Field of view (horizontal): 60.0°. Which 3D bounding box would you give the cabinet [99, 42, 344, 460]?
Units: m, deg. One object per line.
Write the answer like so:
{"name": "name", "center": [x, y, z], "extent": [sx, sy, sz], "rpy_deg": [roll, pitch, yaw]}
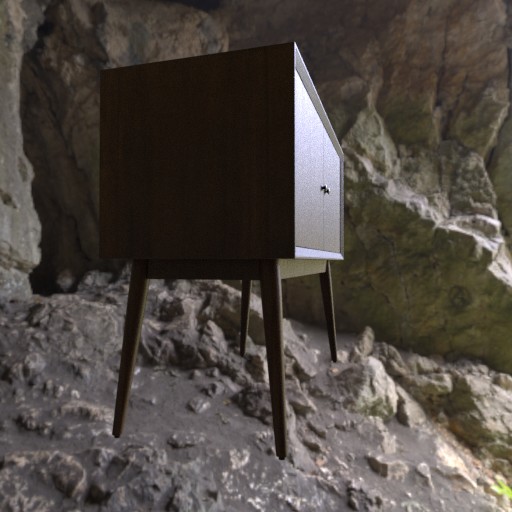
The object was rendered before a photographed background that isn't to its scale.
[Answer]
{"name": "cabinet", "center": [0.000, 0.000, 1.088], "extent": [0.354, 0.654, 0.743], "rpy_deg": [0, -1, 17]}
